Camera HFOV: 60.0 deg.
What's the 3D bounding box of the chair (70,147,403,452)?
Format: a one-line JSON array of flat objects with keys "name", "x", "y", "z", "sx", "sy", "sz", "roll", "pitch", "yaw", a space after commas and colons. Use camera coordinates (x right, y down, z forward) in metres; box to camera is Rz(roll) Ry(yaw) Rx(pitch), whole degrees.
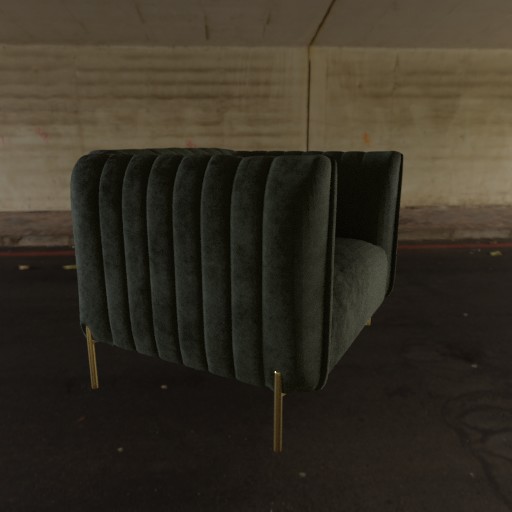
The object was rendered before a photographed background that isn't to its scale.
[{"name": "chair", "x": 0.000, "y": 0.000, "z": 1.672, "sx": 0.877, "sy": 0.794, "sz": 1.032, "roll": 7, "pitch": 16, "yaw": 27}]
